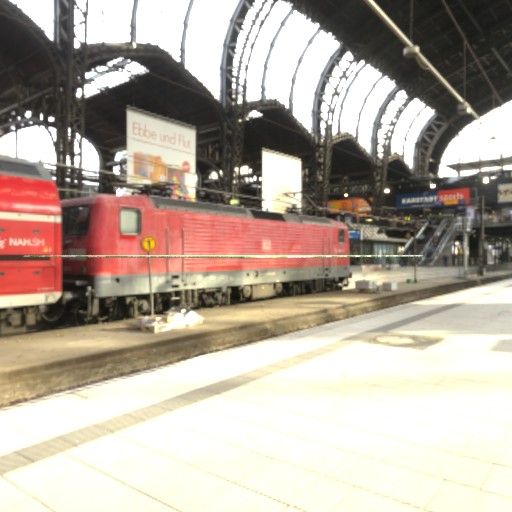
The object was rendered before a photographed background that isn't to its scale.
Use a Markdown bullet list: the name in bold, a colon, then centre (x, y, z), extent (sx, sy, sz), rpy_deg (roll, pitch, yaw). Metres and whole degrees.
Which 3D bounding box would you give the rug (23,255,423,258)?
- **rug**: centre (0.000, 0.000, 2.334), extent (1.220, 0.006, 1.826), rpy_deg (0, 0, 35)
